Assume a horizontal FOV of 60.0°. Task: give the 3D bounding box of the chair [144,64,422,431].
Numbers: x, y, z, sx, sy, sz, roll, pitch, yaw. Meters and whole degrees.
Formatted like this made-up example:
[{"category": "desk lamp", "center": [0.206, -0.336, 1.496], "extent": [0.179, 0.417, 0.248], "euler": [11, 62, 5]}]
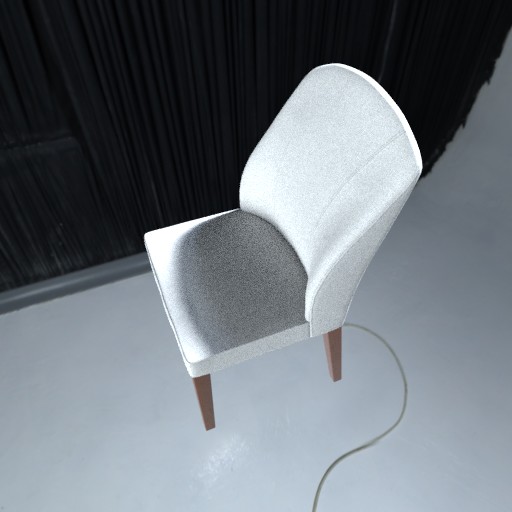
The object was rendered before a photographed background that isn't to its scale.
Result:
[{"category": "chair", "center": [0.000, 0.000, 1.198], "extent": [0.540, 0.893, 0.472], "euler": [-16, 48, -15]}]
